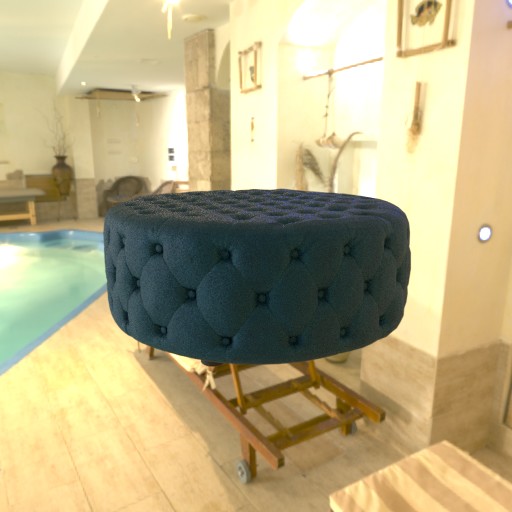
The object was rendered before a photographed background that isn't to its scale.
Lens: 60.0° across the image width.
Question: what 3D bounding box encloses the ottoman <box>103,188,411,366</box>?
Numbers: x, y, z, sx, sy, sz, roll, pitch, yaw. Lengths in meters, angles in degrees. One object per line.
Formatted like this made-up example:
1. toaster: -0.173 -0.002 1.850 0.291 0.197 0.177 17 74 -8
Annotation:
1. ottoman: 0.000 0.000 1.524 0.998 0.398 0.998 0 14 0
